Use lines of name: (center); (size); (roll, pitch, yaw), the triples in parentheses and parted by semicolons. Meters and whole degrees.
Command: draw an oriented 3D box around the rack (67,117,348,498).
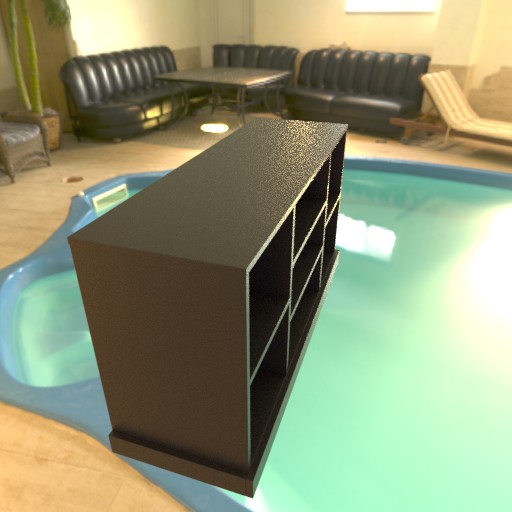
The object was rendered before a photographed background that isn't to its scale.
rack: (0.000, 0.000, 1.471); (0.399, 0.635, 1.206); (9, 31, 16)
